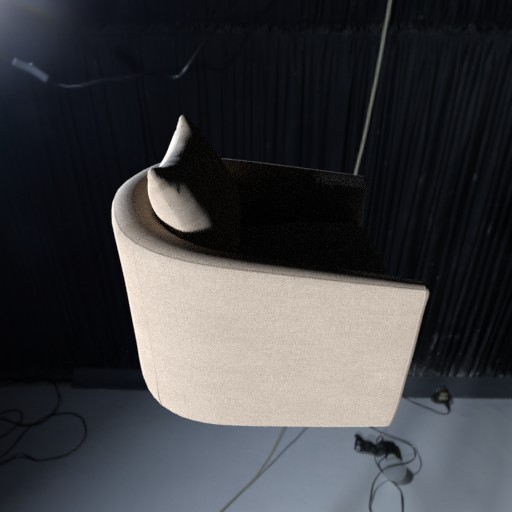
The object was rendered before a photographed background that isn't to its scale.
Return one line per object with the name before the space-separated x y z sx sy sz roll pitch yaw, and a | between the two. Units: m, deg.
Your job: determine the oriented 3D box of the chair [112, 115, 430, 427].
chair | 0.000 0.000 1.564 0.910 0.848 0.845 0 31 0
